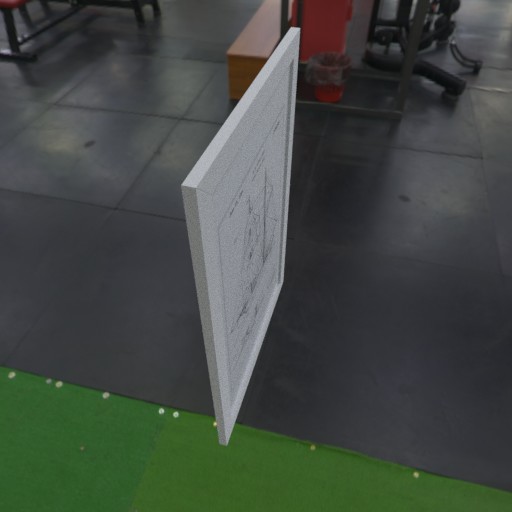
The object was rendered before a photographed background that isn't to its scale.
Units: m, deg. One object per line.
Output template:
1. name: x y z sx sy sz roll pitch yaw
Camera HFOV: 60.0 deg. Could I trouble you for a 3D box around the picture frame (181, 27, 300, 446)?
1. picture frame: 0.000 0.000 0.583 0.011 0.459 0.326 12 47 12
